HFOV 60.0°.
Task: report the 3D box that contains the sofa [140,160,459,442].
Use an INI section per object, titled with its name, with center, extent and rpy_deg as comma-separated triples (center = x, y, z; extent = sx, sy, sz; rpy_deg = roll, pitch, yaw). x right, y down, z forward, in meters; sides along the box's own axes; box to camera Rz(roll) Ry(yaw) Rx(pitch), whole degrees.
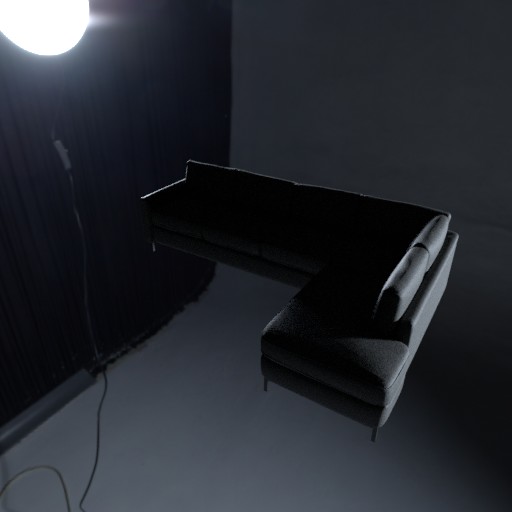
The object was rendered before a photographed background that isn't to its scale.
[sofa]
center = 0.000, 0.000, 3.837
extent = 2.972, 0.858, 1.984
rpy_deg = 17, 33, 28
